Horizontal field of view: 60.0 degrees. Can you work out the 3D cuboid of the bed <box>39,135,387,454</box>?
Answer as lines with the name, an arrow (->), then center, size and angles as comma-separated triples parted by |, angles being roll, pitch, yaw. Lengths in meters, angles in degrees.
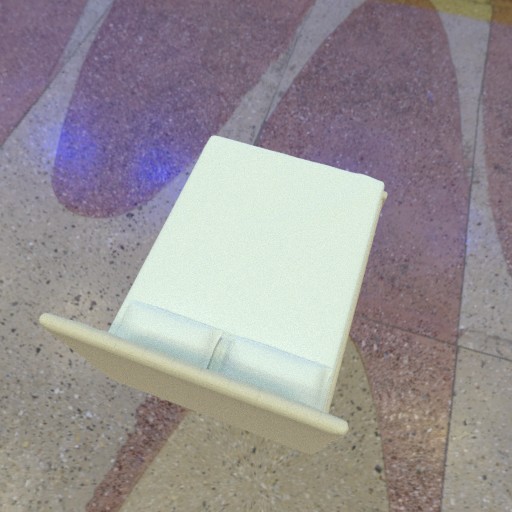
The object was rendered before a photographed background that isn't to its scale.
bed -> 0.000, 0.000, 3.307 | 1.696, 1.426, 2.233 | 17, 64, 9
